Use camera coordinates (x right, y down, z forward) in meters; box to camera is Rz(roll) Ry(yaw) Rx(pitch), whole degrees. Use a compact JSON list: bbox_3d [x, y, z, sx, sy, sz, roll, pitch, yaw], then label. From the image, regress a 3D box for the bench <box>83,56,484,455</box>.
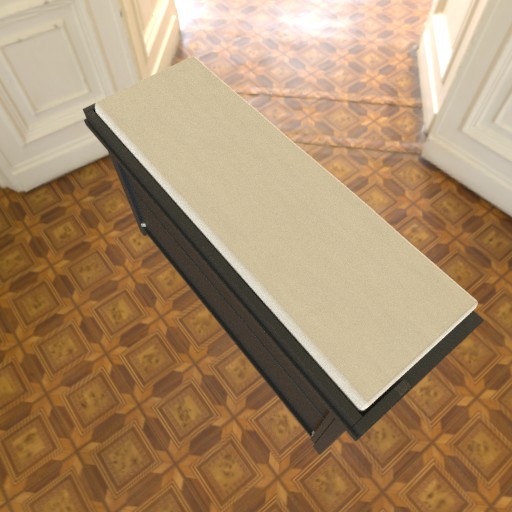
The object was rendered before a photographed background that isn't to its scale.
[{"bbox_3d":[0.000,0.000,1.178,0.345,0.561,0.973,-35,65,-18],"label":"bench"}]
